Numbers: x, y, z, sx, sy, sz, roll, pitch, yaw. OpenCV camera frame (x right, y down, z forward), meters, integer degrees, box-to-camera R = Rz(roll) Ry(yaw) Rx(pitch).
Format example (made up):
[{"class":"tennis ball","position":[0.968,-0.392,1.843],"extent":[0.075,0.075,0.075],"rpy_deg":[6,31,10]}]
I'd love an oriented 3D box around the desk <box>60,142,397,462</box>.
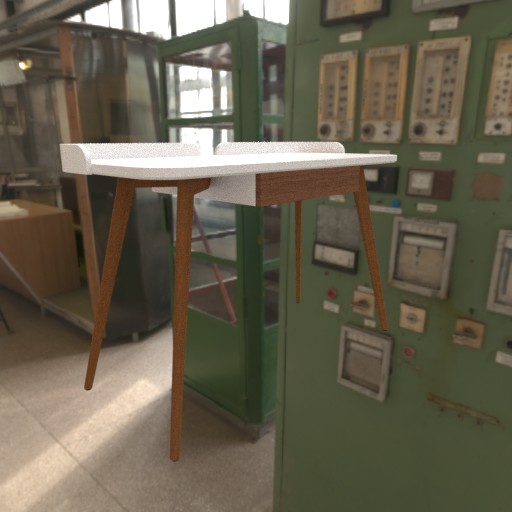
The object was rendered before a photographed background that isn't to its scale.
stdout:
[{"class":"desk","position":[0.000,0.000,1.635],"extent":[0.534,0.807,1.206],"rpy_deg":[14,20,42]}]
